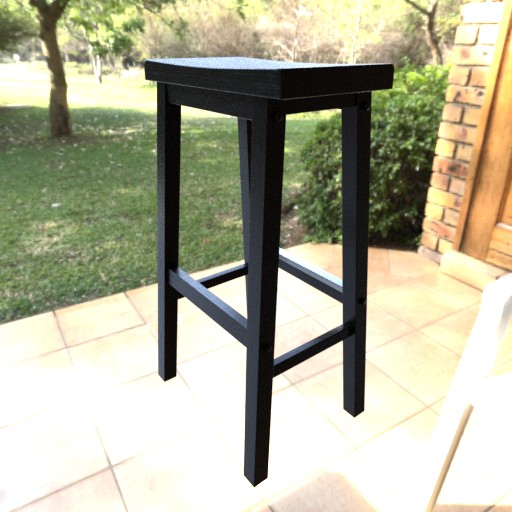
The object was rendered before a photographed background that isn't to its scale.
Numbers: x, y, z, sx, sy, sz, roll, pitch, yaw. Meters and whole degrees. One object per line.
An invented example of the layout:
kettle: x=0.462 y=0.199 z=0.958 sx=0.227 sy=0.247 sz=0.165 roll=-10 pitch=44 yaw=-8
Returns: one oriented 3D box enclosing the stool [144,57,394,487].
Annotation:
stool: x=0.000 y=0.000 z=0.921 sx=0.322 sy=0.742 sz=0.406 roll=-19 pitch=31 yaw=-33
